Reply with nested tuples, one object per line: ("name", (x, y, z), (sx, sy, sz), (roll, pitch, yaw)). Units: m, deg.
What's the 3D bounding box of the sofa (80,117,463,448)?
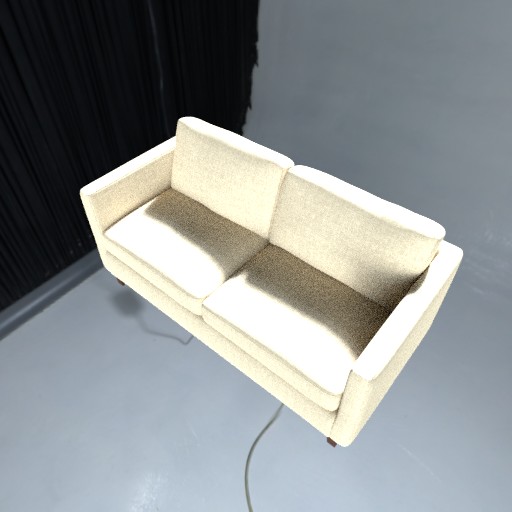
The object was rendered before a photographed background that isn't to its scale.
("sofa", (0.000, 0.000, 2.503), (1.884, 0.963, 0.950), (31, 53, 27))
